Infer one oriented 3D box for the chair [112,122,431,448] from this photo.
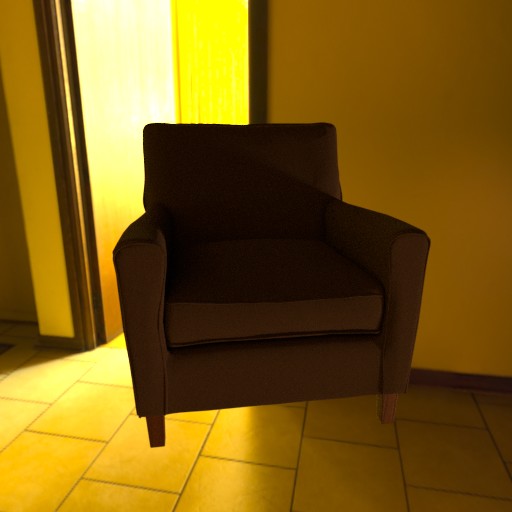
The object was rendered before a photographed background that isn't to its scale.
[{"bbox_3d":[0.000,0.000,1.563,0.836,0.911,0.831,-2,16,-8],"label":"chair"}]
